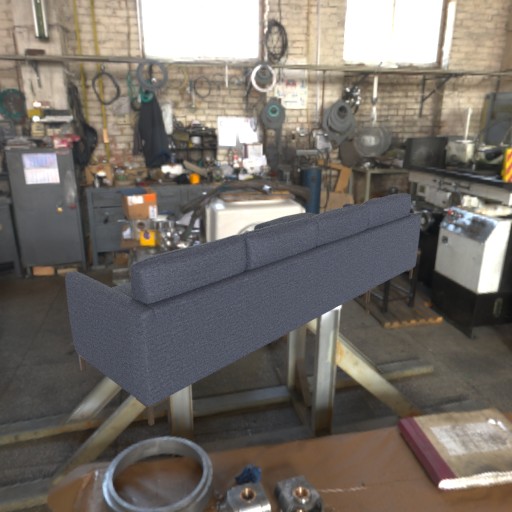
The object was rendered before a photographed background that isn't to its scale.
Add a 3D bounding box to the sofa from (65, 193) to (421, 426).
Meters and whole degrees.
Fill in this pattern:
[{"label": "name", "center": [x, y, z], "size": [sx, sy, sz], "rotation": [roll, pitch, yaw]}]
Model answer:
[{"label": "sofa", "center": [0.000, 0.000, 2.876], "size": [1.125, 0.673, 2.445], "rotation": [16, 24, 41]}]
